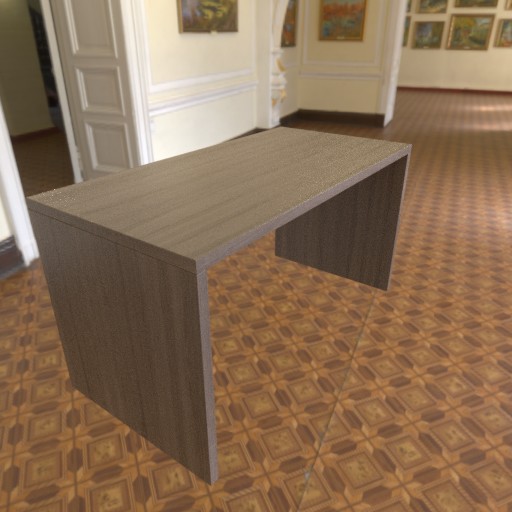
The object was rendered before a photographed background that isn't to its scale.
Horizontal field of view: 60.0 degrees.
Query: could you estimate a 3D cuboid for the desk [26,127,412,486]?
[{"bbox_3d":[0.000,0.000,1.802,0.690,0.745,1.380,18,32,32],"label":"desk"}]
